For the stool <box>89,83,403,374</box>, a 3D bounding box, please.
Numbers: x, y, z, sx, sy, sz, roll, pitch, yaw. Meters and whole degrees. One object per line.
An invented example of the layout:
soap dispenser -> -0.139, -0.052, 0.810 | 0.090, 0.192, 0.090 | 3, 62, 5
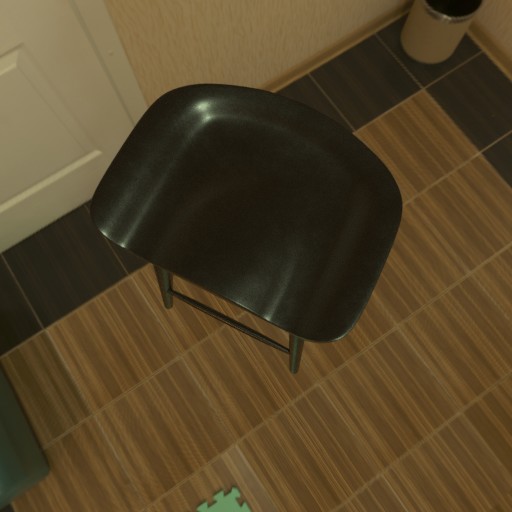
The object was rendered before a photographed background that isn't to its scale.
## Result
stool -> 0.000, 0.000, 0.973 | 0.440, 0.749, 0.361 | 26, 77, 6
